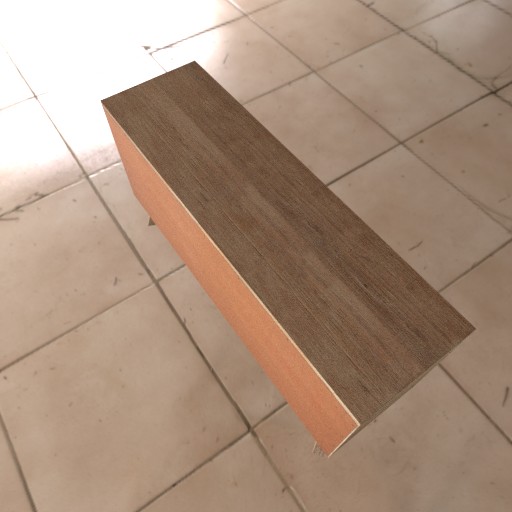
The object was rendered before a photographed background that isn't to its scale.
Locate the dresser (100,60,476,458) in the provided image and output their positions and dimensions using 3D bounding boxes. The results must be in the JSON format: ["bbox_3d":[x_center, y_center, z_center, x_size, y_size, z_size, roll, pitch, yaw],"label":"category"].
[{"bbox_3d":[0.000,0.000,1.888,0.455,0.805,1.554,-31,63,-18],"label":"dresser"}]
